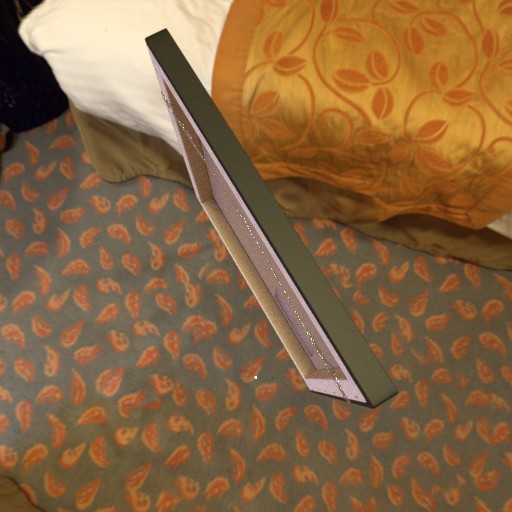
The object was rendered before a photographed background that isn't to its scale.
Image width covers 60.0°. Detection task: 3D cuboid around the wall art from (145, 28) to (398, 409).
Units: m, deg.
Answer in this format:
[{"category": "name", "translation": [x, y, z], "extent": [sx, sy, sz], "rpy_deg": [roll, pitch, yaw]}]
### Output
[{"category": "wall art", "translation": [0.000, 0.000, 0.888], "extent": [0.043, 0.611, 0.610], "rpy_deg": [-29, 77, -8]}]
